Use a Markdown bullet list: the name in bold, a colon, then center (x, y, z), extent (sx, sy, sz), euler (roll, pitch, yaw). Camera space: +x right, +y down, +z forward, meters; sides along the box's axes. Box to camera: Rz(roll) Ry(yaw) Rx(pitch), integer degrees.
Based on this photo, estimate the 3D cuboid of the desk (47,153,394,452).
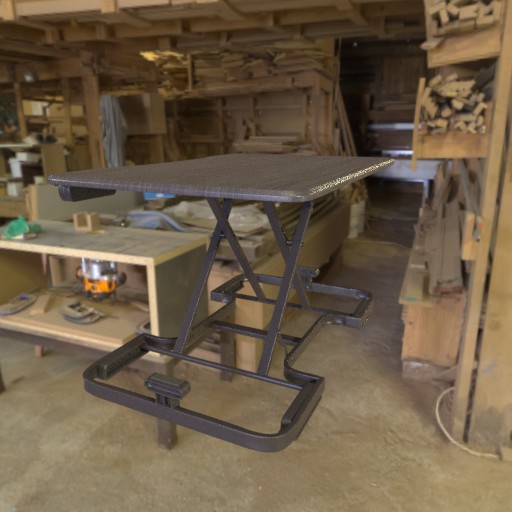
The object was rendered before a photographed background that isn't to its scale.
- **desk**: center (0.000, 0.000, 1.156), extent (0.546, 0.470, 0.820), euler (8, 18, 25)
